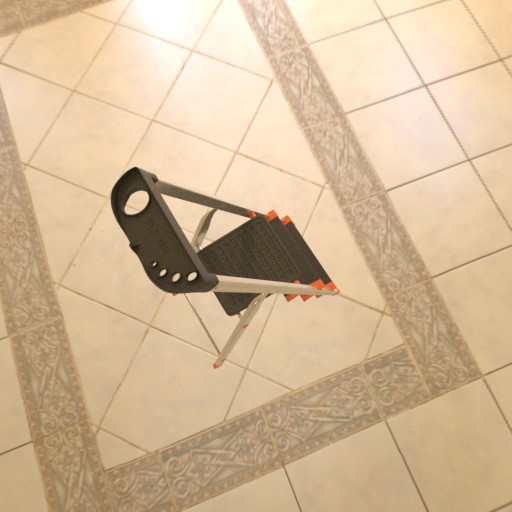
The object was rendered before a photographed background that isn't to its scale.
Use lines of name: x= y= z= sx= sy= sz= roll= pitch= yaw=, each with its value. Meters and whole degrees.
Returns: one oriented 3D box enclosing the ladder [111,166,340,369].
ladder: x=0.000 y=0.000 z=1.508 sx=0.686 sy=1.229 sz=0.416 roll=-30 pitch=76 yaw=-8
